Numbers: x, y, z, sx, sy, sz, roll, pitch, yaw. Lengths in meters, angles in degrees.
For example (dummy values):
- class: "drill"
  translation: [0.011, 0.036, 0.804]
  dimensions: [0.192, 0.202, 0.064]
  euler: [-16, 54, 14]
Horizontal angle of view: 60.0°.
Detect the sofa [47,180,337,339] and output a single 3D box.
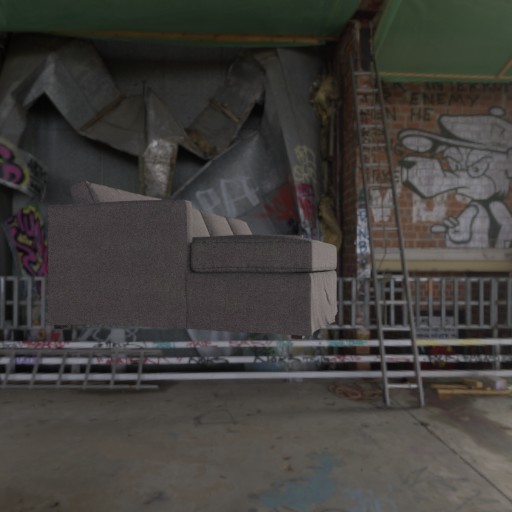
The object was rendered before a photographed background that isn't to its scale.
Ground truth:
- class: "sofa"
  translation: [0.000, 0.000, 3.904]
  dimensions: [1.650, 0.922, 3.205]
  euler: [0, -1, 18]
